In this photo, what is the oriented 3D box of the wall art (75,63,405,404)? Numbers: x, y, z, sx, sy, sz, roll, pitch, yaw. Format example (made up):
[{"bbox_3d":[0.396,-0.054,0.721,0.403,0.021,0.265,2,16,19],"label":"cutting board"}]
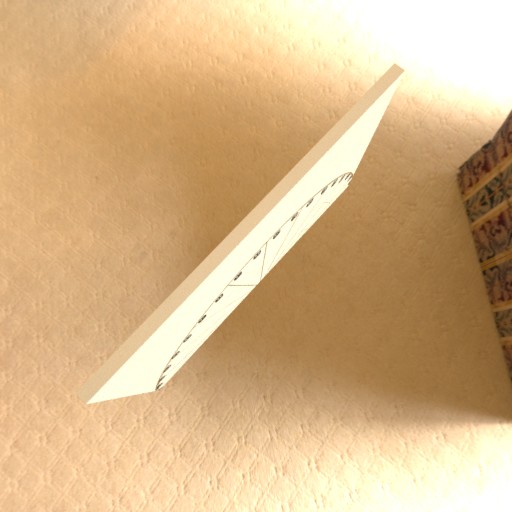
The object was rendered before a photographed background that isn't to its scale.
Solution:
[{"bbox_3d":[0.000,0.000,1.448,0.038,0.767,1.144,41,79,10],"label":"wall art"}]
